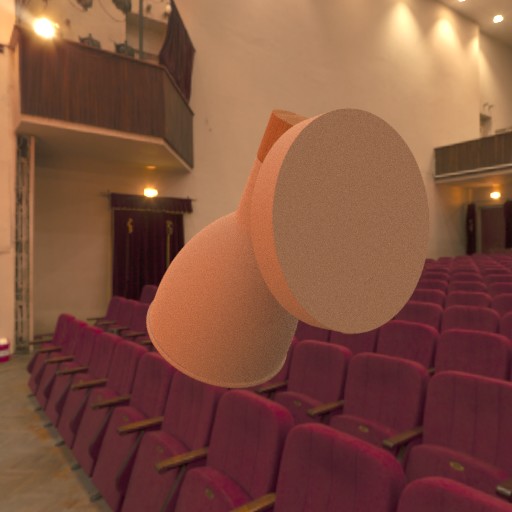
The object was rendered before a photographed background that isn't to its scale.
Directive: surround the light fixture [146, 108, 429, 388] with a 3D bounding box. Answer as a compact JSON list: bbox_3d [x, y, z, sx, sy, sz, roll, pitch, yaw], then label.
[{"bbox_3d":[0.000,0.000,0.333,0.127,0.199,0.209,0,0,-35],"label":"light fixture"}]
